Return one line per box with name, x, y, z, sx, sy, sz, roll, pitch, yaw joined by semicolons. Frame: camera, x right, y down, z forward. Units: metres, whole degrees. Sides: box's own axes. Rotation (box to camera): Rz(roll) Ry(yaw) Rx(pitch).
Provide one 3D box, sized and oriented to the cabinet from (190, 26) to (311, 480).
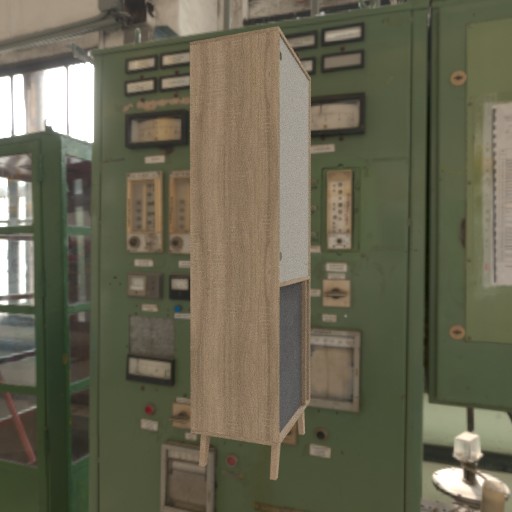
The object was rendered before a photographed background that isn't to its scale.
cabinet;0.000;0.000;2.124;0.400;1.850;0.570;0;1;20
